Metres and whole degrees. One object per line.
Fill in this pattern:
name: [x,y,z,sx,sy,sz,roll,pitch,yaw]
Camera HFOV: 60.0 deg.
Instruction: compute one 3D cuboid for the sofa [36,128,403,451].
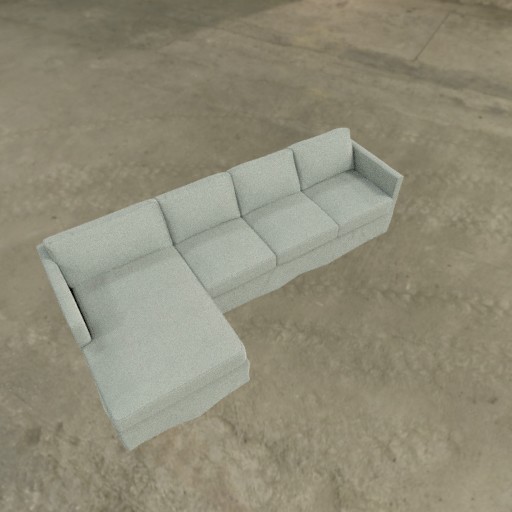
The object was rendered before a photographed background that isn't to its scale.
sofa: [0.000,0.000,3.849,3.205,0.922,1.650,-25,52,-22]
